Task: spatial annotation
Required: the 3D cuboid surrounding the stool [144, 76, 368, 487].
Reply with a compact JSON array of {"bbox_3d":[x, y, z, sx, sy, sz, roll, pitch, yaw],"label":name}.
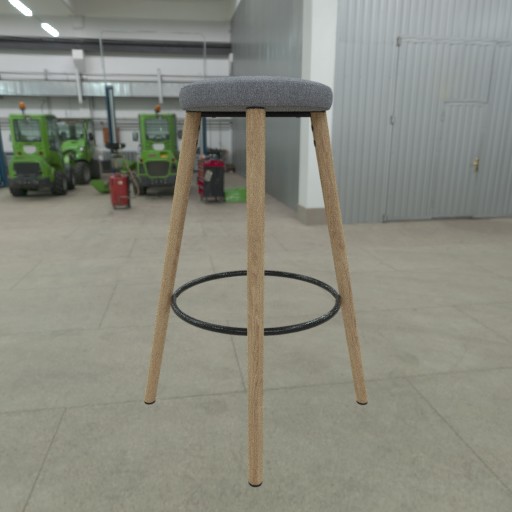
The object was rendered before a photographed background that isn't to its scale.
[{"bbox_3d":[0.000,0.000,1.027,0.410,0.770,0.410,-15,21,-43],"label":"stool"}]
